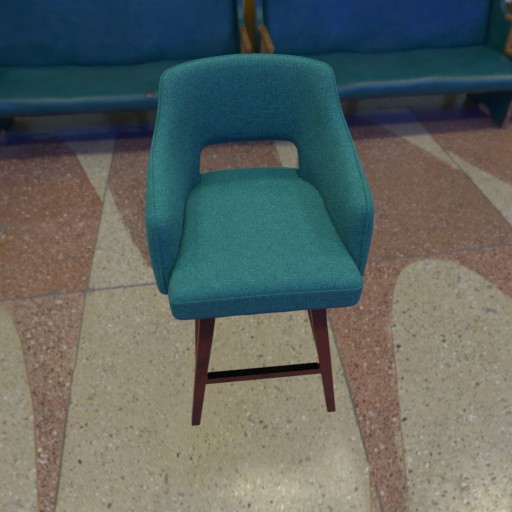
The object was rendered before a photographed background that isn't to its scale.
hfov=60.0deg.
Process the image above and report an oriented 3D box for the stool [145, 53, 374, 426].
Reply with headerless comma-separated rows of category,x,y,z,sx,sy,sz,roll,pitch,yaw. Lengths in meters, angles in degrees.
stool,0.000,0.000,1.302,0.548,0.961,0.556,-4,45,-4
